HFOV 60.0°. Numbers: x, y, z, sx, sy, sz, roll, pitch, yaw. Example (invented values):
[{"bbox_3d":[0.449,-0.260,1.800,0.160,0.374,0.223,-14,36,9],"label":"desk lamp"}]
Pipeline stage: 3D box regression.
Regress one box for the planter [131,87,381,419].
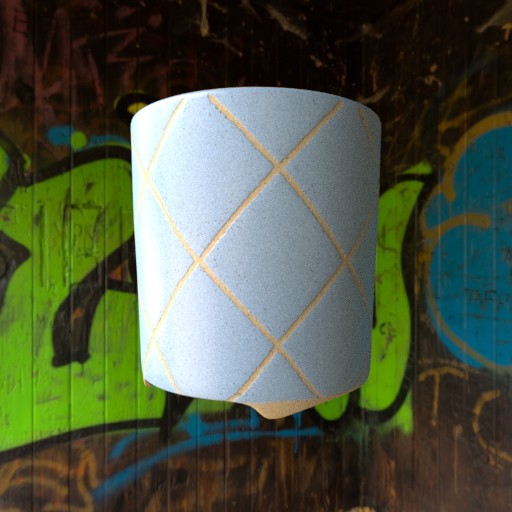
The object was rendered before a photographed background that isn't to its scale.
[{"bbox_3d":[0.000,0.000,0.418,0.227,0.235,0.227,0,0,0],"label":"planter"}]
